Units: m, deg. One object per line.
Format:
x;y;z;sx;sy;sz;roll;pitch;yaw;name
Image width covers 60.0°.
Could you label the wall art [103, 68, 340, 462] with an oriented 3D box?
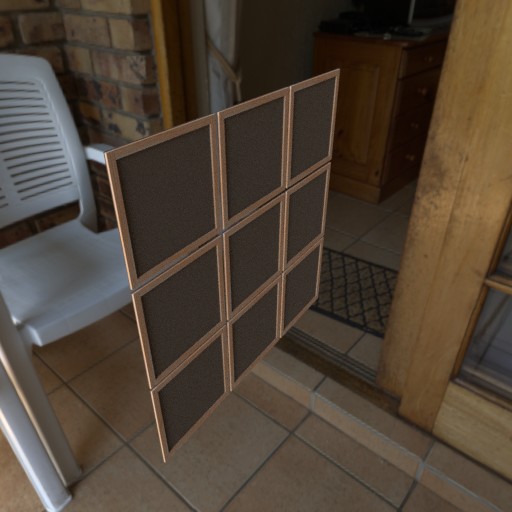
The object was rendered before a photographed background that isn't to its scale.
0.000;0.000;2.211;0.013;1.525;1.520;21;39;29;wall art
